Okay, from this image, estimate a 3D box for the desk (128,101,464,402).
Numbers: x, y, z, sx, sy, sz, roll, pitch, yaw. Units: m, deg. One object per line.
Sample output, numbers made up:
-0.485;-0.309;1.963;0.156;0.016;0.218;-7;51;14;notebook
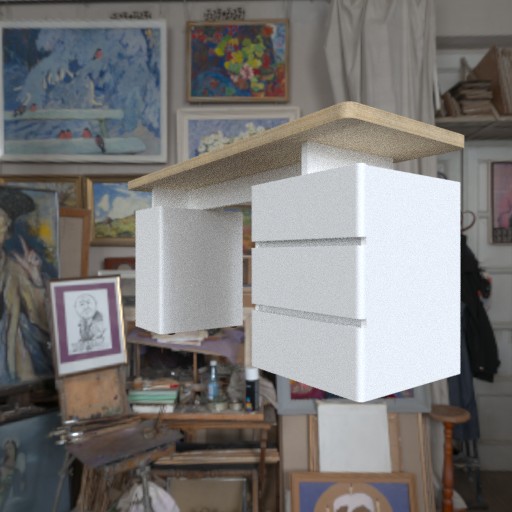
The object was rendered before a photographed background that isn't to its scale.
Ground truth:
0.000;0.000;1.835;0.550;0.755;1.500;0;0;-36;desk
